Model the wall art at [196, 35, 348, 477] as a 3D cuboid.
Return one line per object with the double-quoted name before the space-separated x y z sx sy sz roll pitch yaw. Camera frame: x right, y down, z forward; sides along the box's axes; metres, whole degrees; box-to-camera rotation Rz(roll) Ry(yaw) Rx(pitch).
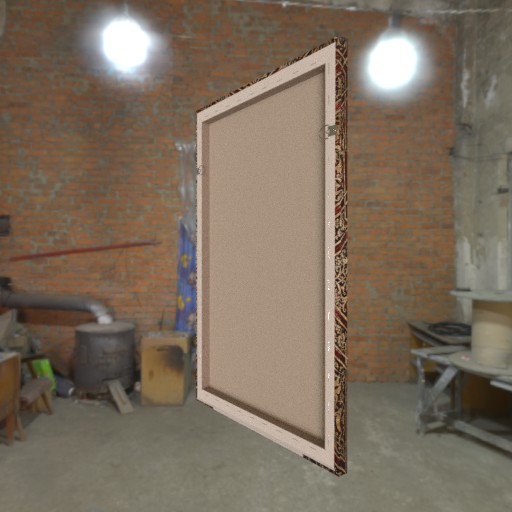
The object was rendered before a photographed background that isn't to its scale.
"wall art" 0.000 0.000 1.155 0.030 0.904 0.599 0 0 -37
